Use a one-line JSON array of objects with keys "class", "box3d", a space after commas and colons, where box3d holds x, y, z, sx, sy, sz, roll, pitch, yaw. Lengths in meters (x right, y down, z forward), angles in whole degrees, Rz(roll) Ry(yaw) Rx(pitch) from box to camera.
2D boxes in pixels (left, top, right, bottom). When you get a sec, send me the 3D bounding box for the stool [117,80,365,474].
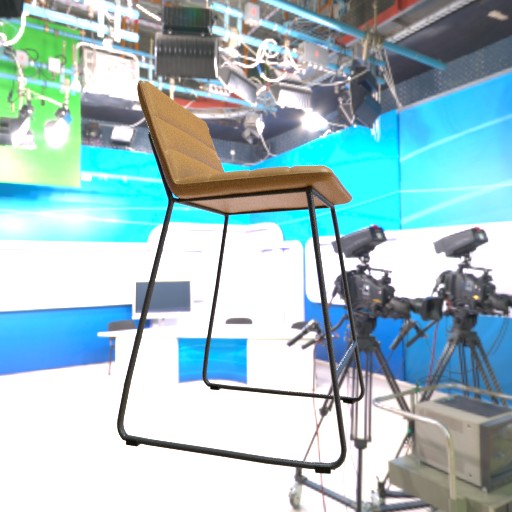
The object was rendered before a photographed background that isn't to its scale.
[{"class": "stool", "box3d": [0.000, 0.000, 1.172, 0.524, 0.866, 0.489, 0, -1, 18]}]
